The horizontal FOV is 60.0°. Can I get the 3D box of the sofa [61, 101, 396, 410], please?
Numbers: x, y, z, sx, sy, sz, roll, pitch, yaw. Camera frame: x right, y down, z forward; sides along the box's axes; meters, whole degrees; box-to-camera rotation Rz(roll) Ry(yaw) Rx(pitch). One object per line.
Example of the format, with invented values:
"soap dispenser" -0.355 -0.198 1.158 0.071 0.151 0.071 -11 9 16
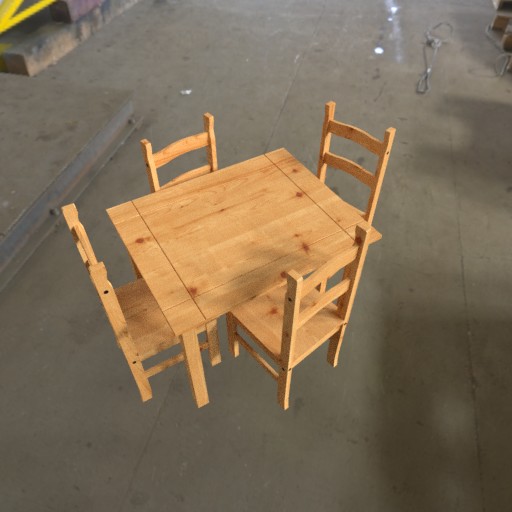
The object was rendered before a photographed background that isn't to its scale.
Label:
"sofa" 0.000 0.000 2.227 1.529 1.000 1.144 -24 52 -20
